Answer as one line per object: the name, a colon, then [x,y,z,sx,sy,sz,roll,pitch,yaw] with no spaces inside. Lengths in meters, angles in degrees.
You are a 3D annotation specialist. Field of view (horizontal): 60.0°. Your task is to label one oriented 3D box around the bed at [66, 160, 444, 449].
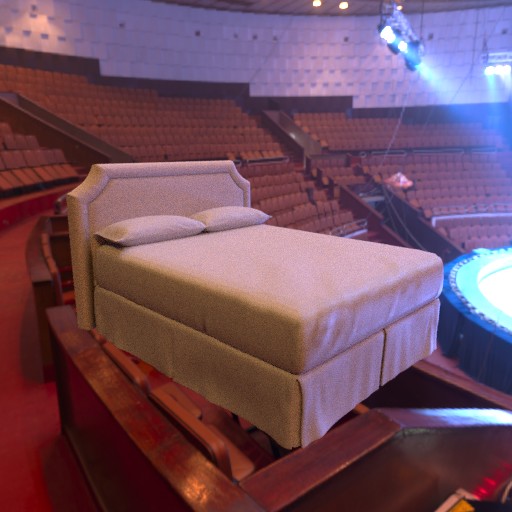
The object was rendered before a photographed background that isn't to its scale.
bed: [0.000,0.000,3.238,2.164,1.297,1.828,13,19,43]
